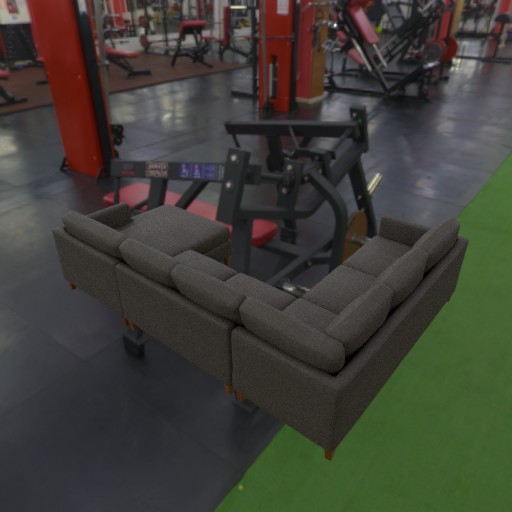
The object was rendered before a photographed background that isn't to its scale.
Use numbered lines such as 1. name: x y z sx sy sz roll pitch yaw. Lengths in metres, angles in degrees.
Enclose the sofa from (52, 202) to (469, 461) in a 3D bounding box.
1. sofa: 0.000 0.000 4.637 3.460 0.961 2.594 23 38 33
